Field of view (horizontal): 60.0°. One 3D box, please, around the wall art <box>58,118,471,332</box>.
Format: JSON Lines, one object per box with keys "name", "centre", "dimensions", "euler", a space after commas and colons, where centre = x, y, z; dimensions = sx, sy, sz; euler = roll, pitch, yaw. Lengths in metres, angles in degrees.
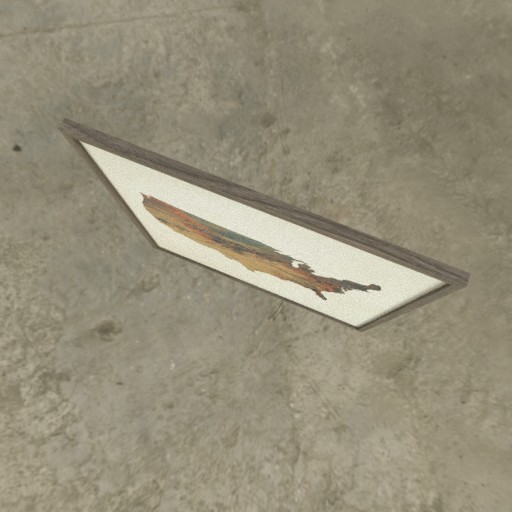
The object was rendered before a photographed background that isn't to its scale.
{"name": "wall art", "centre": [0.000, 0.000, 0.754], "dimensions": [0.508, 0.507, 0.016], "euler": [22, 76, 6]}
